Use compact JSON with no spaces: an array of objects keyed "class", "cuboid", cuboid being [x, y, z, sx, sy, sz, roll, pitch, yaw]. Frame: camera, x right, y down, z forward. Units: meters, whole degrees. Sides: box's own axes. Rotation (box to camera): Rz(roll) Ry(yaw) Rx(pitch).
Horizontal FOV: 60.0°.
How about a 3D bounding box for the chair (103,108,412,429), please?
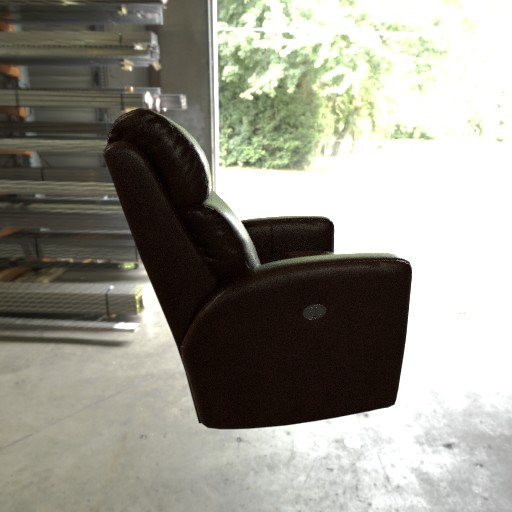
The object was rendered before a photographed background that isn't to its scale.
[{"class":"chair","cuboid":[0.000,0.000,1.651,0.939,1.016,0.787,-3,16,-11]}]
